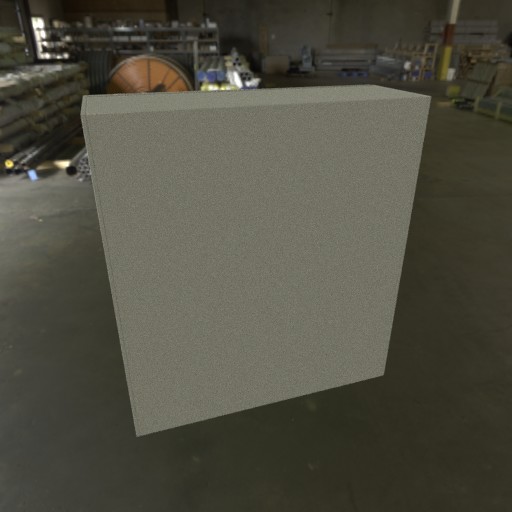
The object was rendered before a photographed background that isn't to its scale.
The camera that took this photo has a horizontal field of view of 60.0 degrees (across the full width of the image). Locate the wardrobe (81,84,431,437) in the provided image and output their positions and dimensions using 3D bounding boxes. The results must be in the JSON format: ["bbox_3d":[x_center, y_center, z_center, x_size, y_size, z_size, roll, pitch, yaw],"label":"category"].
[{"bbox_3d":[0.000,0.000,2.846,1.780,1.960,0.629,-9,28,-16],"label":"wardrobe"}]
